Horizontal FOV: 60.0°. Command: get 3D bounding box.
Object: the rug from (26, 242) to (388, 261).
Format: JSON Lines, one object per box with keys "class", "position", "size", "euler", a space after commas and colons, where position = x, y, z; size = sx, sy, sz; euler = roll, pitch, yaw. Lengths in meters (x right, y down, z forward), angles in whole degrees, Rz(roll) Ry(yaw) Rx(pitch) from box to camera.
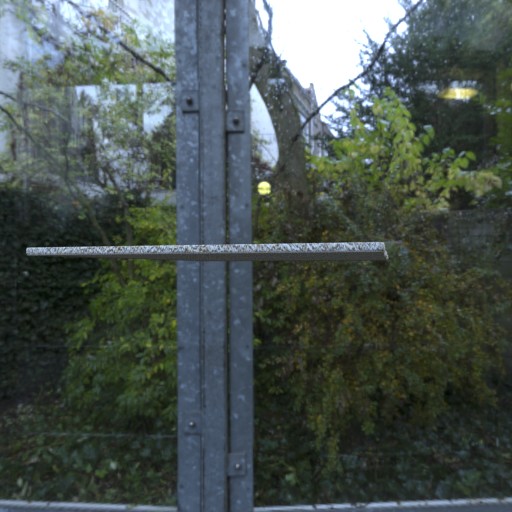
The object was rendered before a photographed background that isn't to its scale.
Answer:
{"class": "rug", "position": [0.000, 0.000, 2.115], "size": [1.200, 0.027, 1.600], "euler": [0, -2, 17]}
